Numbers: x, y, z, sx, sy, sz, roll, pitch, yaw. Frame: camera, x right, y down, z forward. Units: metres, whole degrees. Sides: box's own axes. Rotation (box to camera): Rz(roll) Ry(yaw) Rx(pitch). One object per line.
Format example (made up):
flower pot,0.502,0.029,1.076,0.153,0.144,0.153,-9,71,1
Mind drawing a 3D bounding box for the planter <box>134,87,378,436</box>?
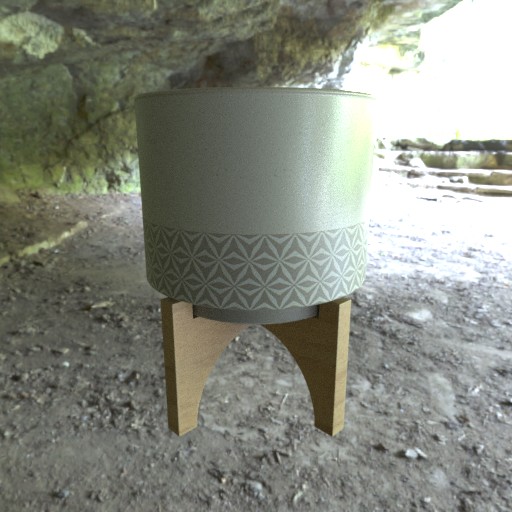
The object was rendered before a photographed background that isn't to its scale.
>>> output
planter,0.000,0.000,0.388,0.188,0.260,0.188,0,15,0
